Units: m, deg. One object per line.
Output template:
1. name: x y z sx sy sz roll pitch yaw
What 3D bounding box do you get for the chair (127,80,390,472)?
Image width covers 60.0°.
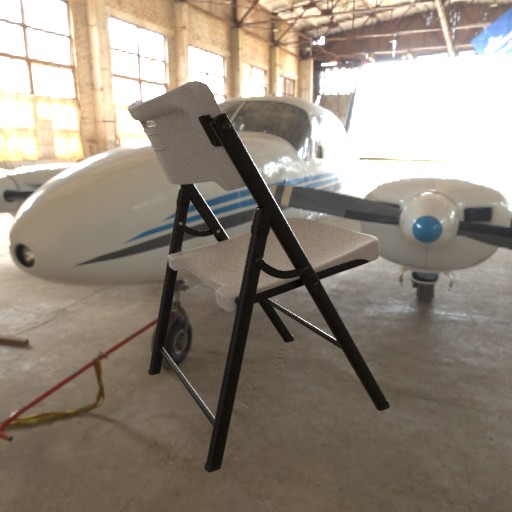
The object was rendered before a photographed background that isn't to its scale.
1. chair: 0.000 0.000 1.129 0.577 0.765 0.482 -7 16 -27
